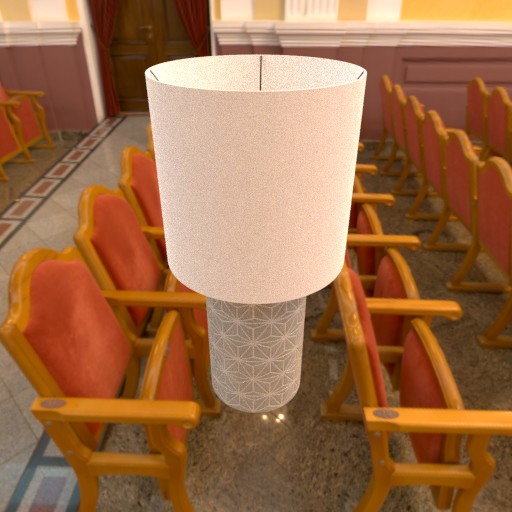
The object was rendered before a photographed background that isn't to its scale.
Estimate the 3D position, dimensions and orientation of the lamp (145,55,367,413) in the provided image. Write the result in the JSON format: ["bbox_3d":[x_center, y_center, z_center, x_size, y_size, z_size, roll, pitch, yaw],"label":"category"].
[{"bbox_3d":[0.000,0.000,0.529,0.206,0.416,0.206,1,31,2],"label":"lamp"}]
